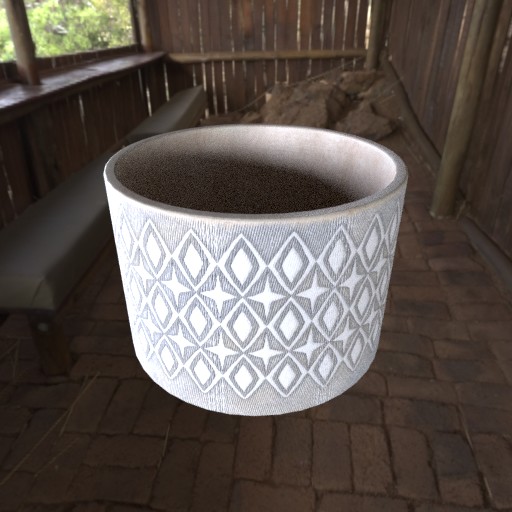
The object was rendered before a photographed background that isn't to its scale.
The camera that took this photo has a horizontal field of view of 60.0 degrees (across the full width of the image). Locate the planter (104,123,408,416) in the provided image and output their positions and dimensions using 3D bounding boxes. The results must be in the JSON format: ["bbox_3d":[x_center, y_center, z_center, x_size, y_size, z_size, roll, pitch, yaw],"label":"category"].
[{"bbox_3d":[0.000,0.000,0.280,0.164,0.127,0.164,0,30,0],"label":"planter"}]
